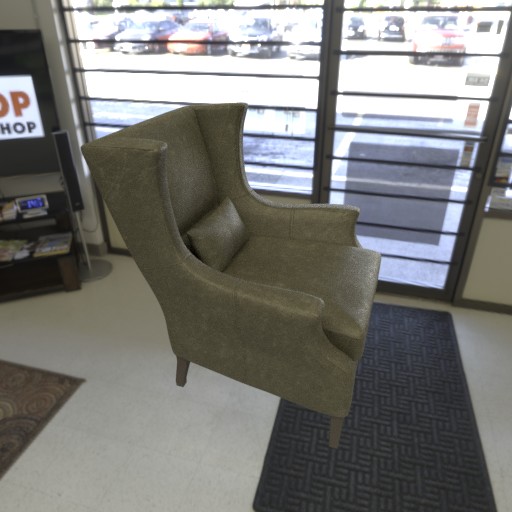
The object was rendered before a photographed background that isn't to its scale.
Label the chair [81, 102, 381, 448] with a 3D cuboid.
[{"bbox_3d":[0.000,0.000,1.731,0.926,1.016,0.853,10,30,17],"label":"chair"}]
